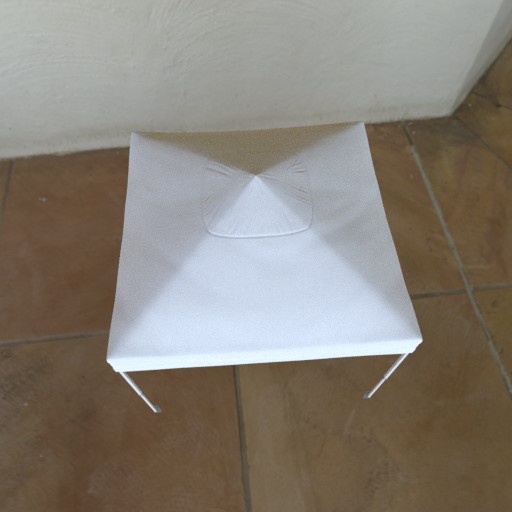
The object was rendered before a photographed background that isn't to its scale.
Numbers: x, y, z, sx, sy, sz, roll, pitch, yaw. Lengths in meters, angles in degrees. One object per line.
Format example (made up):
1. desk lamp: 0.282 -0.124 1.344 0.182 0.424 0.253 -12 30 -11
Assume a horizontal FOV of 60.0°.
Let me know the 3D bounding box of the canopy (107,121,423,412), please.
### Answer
1. canopy: 0.000 0.000 5.539 2.998 2.997 2.996 -3 59 -2
